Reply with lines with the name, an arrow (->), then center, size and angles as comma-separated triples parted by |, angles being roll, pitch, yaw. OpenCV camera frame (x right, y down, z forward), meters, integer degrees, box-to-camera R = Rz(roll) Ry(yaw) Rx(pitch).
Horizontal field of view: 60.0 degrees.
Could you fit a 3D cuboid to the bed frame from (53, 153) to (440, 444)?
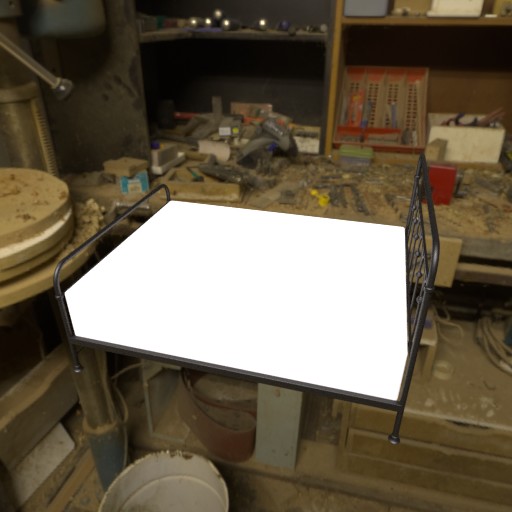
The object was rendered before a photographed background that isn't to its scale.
bed frame -> 0.000, 0.000, 3.207 | 2.203, 1.276, 1.664 | 8, 31, 14
